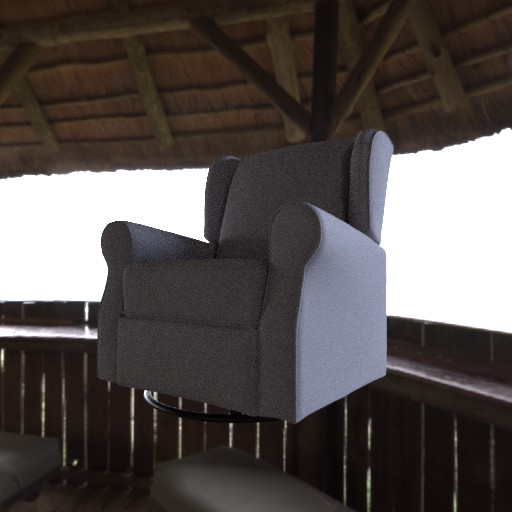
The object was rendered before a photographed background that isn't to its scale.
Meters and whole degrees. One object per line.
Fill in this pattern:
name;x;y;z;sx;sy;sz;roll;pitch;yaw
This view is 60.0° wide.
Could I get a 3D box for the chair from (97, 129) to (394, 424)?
chair;0.000;0.000;1.663;0.906;0.966;0.854;-1;-2;35
